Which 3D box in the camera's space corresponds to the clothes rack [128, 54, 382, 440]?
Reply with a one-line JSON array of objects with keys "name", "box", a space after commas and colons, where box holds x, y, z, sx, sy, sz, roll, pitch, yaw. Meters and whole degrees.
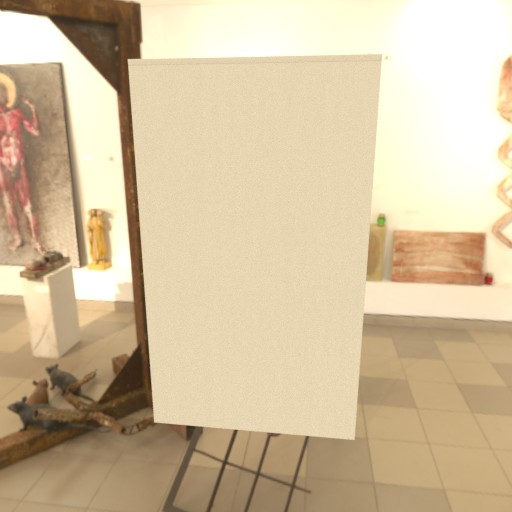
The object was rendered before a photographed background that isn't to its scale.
[{"name": "clothes rack", "box": [0.000, 0.000, 1.587, 0.750, 1.280, 0.250, 2, 16, 7]}]
